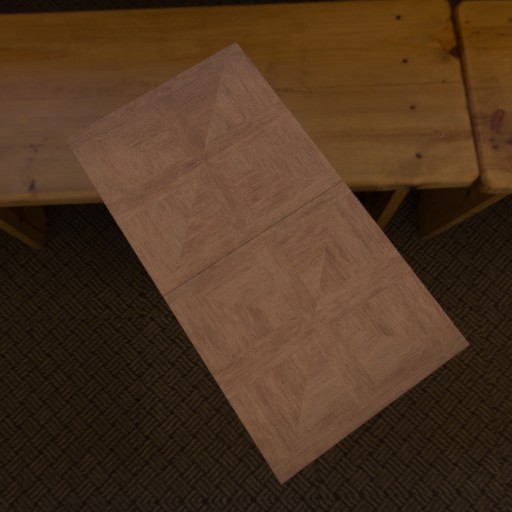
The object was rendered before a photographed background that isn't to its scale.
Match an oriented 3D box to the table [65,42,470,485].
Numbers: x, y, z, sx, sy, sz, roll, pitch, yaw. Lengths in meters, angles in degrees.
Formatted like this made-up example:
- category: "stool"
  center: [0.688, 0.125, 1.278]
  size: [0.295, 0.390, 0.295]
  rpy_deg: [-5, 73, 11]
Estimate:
- category: "table"
  center: [0.000, 0.000, 2.449]
  size: [1.016, 0.768, 1.881]
  rpy_deg: [-33, 79, -8]
